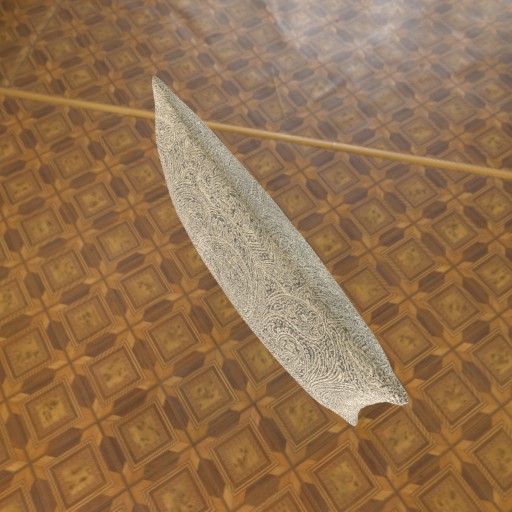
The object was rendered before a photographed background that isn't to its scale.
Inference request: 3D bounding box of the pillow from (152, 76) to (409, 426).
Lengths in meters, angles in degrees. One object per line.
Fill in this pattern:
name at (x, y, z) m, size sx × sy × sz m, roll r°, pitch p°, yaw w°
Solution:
pillow at (0.000, 0.000, 0.740) m, size 0.151 × 0.295 × 0.615 m, roll -31°, pitch 67°, yaw -14°
